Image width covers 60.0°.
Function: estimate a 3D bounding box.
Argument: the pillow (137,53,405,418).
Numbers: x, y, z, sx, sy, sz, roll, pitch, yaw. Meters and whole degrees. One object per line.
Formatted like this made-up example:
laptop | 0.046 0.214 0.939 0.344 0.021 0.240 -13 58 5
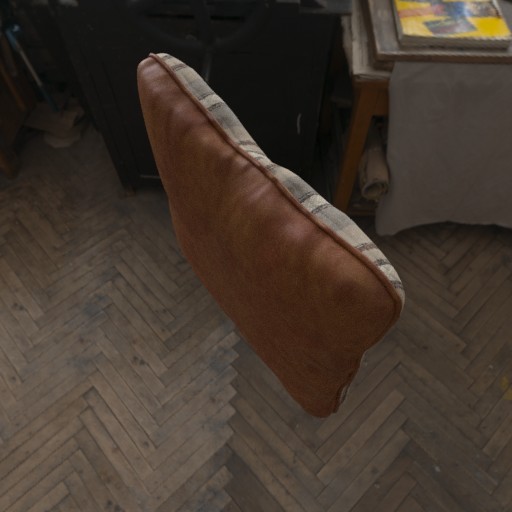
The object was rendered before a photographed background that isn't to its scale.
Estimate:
pillow | 0.000 0.000 0.713 0.130 0.490 0.489 -33 64 -18
